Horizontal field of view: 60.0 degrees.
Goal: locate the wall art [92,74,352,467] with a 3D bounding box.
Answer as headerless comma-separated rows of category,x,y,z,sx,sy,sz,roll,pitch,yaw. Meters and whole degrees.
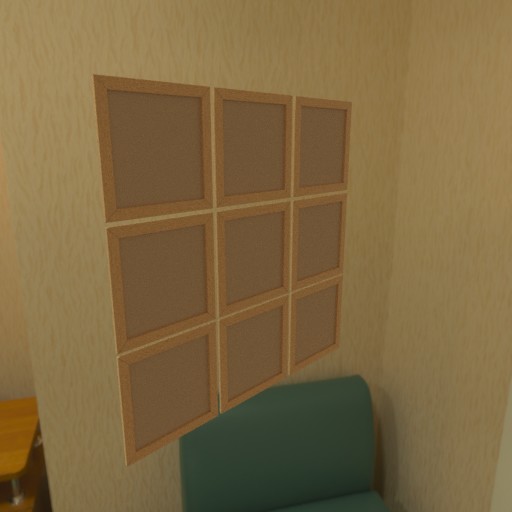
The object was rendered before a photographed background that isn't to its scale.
wall art,0.000,0.000,2.158,0.014,1.507,1.519,14,20,43
